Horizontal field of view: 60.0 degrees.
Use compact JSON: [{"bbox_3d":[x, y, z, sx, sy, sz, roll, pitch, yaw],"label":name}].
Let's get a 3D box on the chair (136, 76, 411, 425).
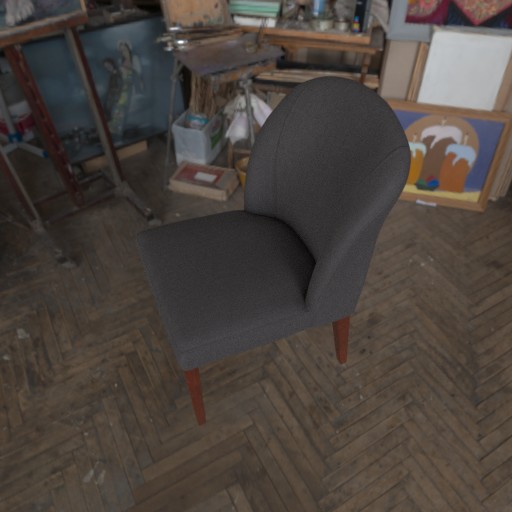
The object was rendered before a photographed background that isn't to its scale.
[{"bbox_3d":[0.000,0.000,1.285,0.619,0.879,0.506,-17,49,-16],"label":"chair"}]
